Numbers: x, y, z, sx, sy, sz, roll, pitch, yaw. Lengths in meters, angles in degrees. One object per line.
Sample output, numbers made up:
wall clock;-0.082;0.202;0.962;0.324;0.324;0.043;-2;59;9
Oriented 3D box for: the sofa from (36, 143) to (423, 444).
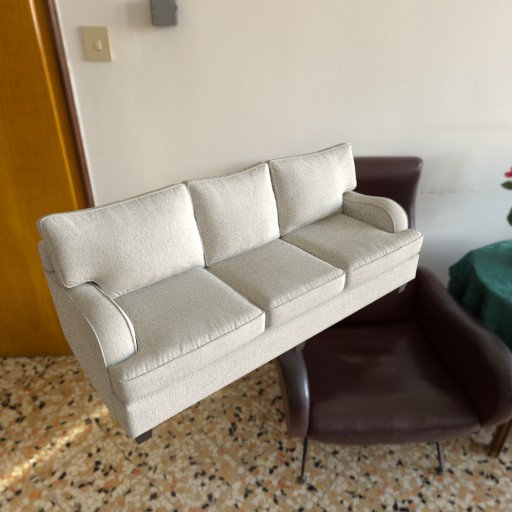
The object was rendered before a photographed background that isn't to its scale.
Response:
sofa;0.000;0.000;2.847;2.323;0.991;1.016;-22;36;-33
